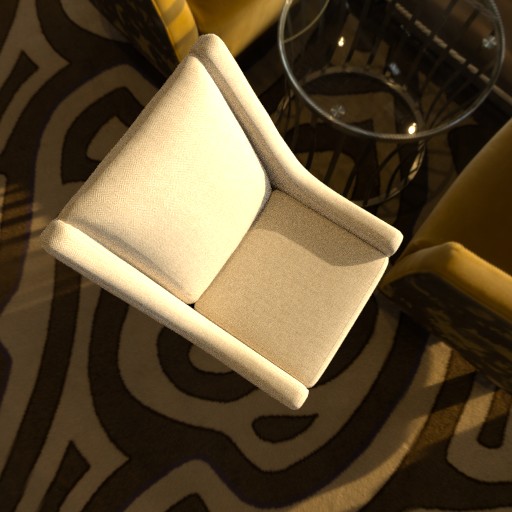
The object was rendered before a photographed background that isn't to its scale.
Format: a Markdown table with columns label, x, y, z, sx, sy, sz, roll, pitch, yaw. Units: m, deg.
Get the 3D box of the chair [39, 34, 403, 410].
| label | x | y | z | sx | sy | sz | roll | pitch | yaw |
| --- | --- | --- | --- | --- | --- | --- | --- | --- | --- |
| chair | 0.000 | 0.000 | 1.612 | 0.870 | 1.014 | 0.774 | 33 | 79 | 7 |
